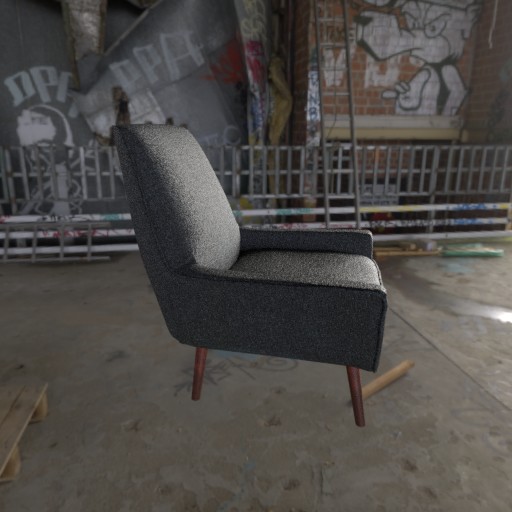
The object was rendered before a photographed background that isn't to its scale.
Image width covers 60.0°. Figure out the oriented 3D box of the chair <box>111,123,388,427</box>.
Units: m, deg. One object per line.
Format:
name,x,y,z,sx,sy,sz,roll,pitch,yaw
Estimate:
chair,0.000,0.000,1.542,0.859,0.883,0.763,3,16,11
